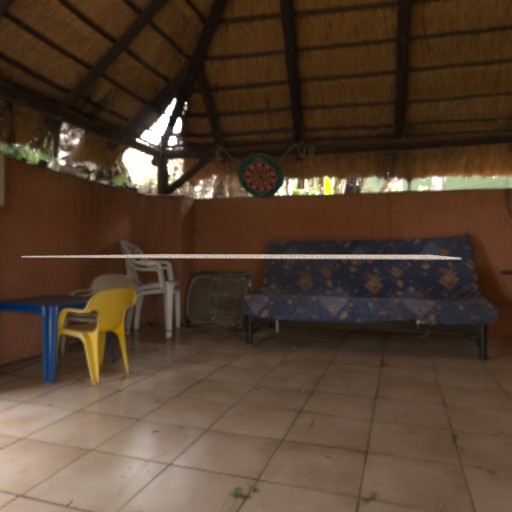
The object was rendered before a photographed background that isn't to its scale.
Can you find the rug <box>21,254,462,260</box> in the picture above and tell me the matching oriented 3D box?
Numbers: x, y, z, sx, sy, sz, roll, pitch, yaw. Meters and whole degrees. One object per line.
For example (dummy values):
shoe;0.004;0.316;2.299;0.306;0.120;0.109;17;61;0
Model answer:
rug;0.000;0.000;2.888;2.238;0.008;1.593;0;1;17
